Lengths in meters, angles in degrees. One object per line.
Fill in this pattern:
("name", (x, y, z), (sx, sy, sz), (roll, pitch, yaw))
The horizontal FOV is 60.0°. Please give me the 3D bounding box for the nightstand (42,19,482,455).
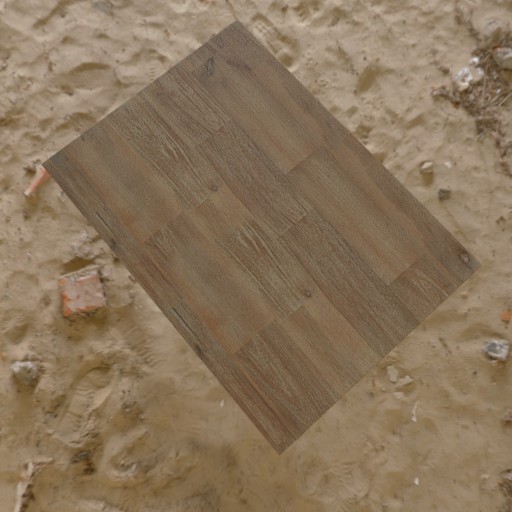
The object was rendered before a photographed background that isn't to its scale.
("nightstand", (0.000, 0.000, 0.950), (0.396, 0.589, 0.552), (-40, 80, -8))
